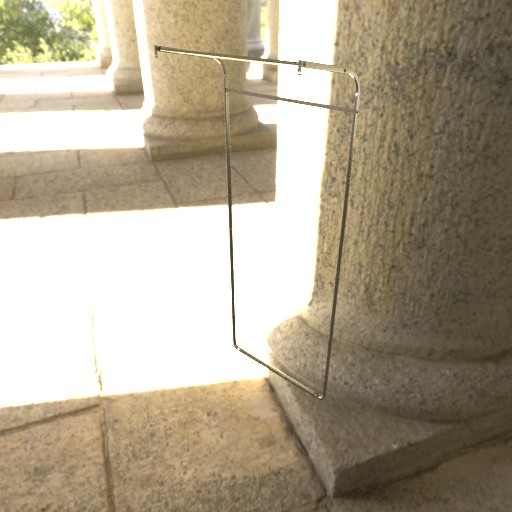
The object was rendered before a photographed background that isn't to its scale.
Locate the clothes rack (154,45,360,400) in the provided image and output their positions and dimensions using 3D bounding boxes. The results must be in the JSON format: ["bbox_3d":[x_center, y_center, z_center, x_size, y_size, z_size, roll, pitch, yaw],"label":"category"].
[{"bbox_3d":[0.000,0.000,1.836,0.609,1.574,0.349,23,38,34],"label":"clothes rack"}]
